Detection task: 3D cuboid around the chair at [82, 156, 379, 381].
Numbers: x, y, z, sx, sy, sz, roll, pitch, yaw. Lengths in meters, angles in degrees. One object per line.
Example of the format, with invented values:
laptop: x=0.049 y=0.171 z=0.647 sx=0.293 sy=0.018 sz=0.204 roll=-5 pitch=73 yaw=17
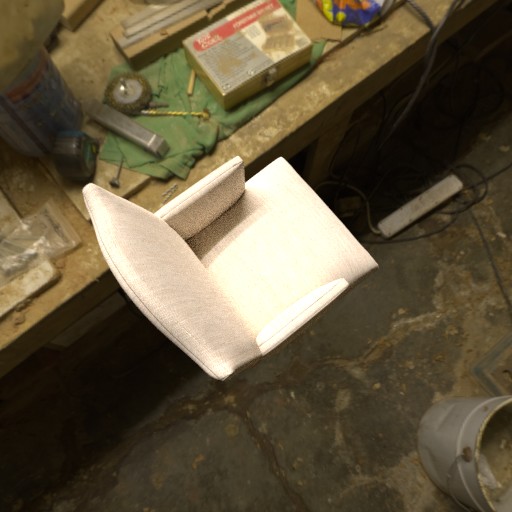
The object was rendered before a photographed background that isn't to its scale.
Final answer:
chair: x=0.000 y=0.000 z=1.360 sx=0.641 sy=1.016 sz=0.533 roll=-37 pitch=78 yaw=-10
